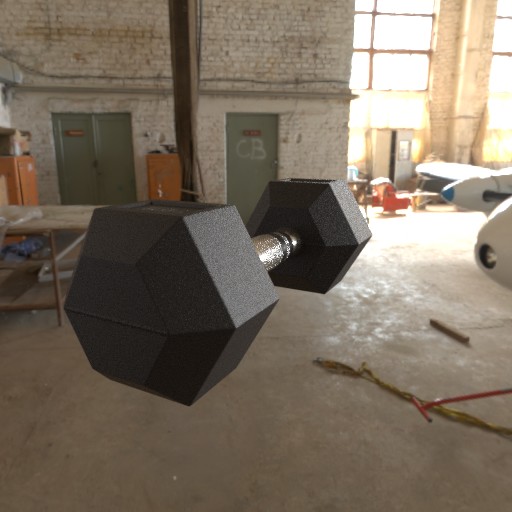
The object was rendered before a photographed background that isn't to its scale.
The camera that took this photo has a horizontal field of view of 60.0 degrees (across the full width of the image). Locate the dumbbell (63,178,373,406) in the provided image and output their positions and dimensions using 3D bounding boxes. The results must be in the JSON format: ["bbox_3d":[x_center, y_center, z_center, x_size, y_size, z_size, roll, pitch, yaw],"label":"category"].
[{"bbox_3d":[0.000,0.000,0.414,0.141,0.123,0.356,8,16,28],"label":"dumbbell"}]
